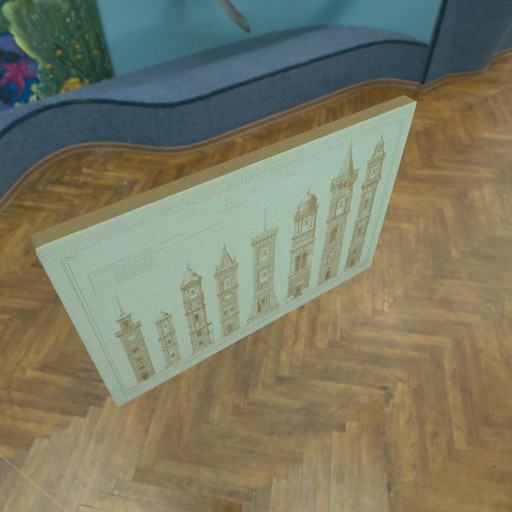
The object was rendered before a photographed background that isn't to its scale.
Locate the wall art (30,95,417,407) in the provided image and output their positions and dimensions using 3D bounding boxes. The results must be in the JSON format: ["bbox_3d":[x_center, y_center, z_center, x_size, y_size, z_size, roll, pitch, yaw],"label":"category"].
[{"bbox_3d":[0.000,0.000,0.476,0.380,0.254,0.019,-26,52,-22],"label":"wall art"}]
